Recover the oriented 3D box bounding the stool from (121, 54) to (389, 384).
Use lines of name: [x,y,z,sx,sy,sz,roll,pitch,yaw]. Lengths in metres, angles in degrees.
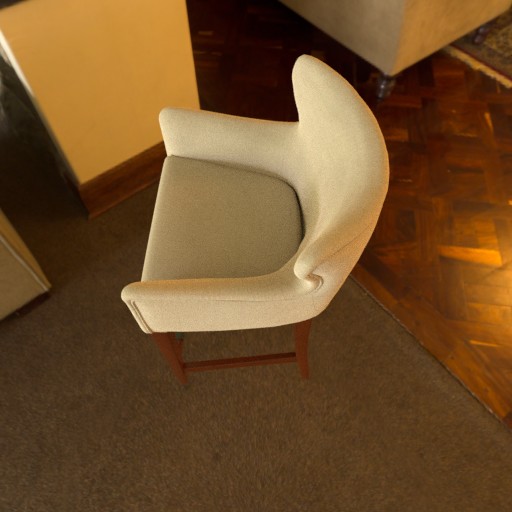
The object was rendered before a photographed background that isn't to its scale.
stool: [0.000,0.000,1.334,0.570,0.951,0.601,2,59,1]
